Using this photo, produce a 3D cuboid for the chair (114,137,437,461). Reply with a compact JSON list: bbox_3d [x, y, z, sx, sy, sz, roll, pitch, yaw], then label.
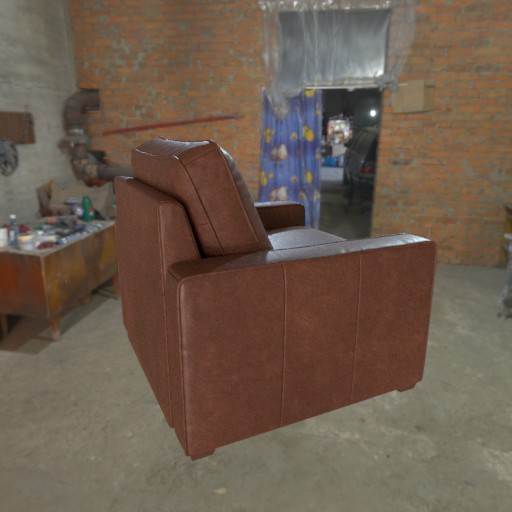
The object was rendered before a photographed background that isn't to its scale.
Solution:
[{"bbox_3d":[0.000,0.000,1.771,0.940,0.919,1.017,-8,18,-25],"label":"chair"}]
